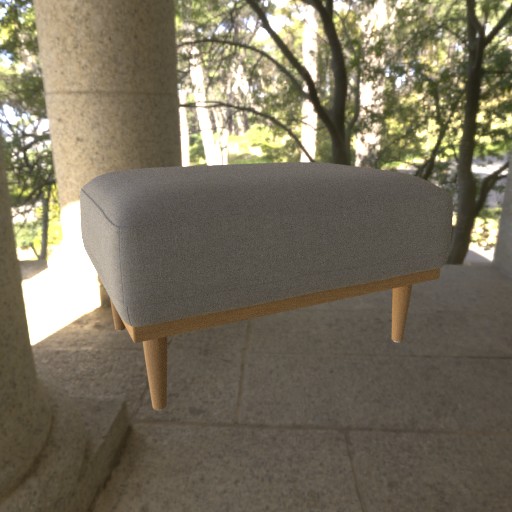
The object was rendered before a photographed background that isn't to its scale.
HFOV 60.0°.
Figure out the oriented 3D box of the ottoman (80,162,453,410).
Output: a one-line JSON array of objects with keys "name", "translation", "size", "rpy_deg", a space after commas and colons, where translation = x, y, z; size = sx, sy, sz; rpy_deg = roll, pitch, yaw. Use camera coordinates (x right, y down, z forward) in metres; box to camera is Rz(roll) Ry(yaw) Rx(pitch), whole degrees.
[{"name": "ottoman", "translation": [0.000, 0.000, 1.085], "size": [0.749, 0.428, 0.549], "rpy_deg": [-8, 18, -26]}]
